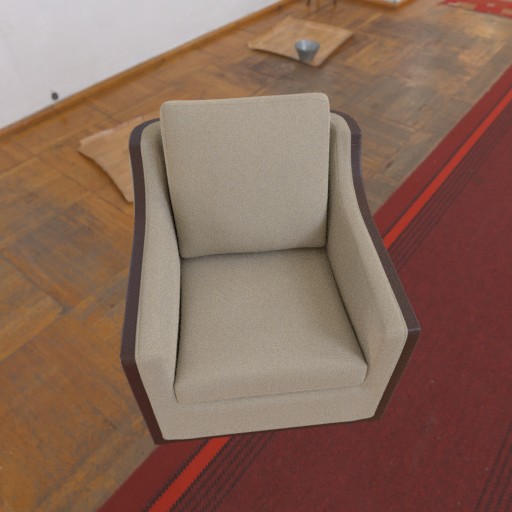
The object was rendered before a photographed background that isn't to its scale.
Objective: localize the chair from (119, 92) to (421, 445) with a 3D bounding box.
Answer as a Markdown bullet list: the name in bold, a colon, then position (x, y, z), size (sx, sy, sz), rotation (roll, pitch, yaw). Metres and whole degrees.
- **chair**: position (0.000, 0.000, 1.613), size (0.870, 0.930, 0.950), rotation (-5, 46, -4)
